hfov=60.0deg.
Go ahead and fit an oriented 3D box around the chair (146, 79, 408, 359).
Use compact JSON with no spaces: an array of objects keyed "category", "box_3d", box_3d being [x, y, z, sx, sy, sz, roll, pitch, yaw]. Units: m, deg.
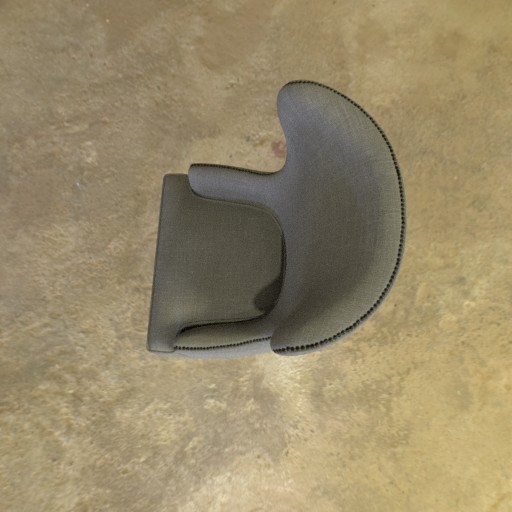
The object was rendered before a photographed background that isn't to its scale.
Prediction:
[{"category":"chair","box_3d":[0.000,0.000,1.842,0.883,1.176,0.864,2,74,1]}]
